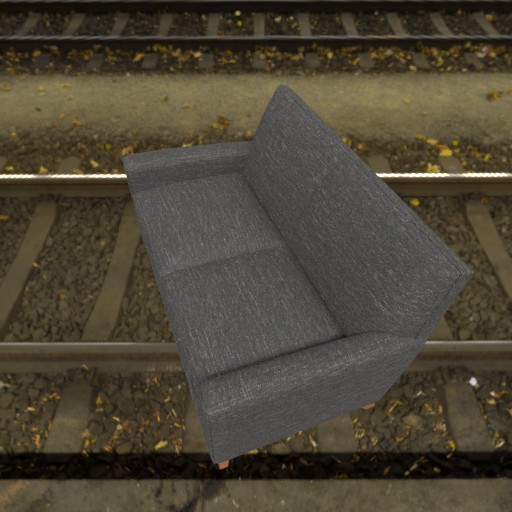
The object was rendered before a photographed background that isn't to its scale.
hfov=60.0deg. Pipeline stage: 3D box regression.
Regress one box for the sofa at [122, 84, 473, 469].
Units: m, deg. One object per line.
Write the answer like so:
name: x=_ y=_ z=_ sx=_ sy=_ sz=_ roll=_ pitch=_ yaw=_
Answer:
sofa: x=0.000 y=0.000 z=1.937 sx=0.875 sy=0.846 sz=1.420 roll=-16 pitch=48 yaw=-15
